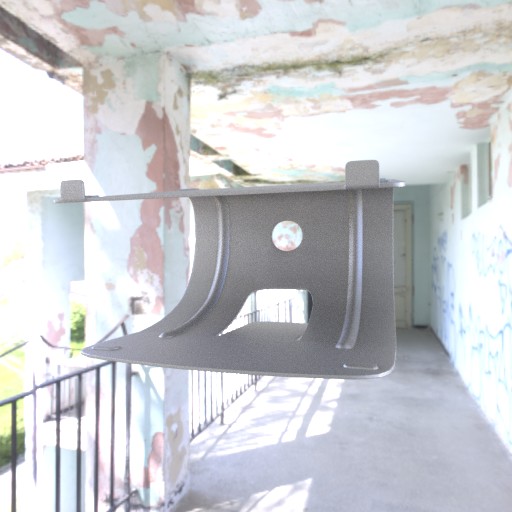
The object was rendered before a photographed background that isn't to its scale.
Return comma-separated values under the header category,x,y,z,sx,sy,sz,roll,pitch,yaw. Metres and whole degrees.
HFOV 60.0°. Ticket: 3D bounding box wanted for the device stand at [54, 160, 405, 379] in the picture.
category,x,y,z,sx,sy,sz,roll,pitch,yaw
device stand,0.000,0.000,0.403,0.256,0.155,0.236,0,0,18
